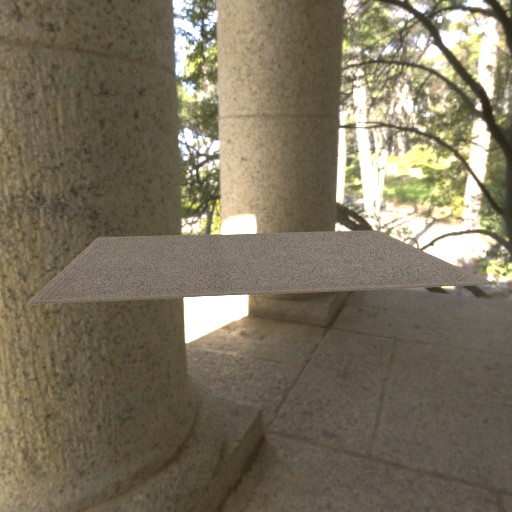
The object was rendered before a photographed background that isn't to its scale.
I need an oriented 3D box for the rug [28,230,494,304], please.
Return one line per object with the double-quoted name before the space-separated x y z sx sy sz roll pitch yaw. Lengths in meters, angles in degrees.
"rug" 0.000 0.000 2.877 2.286 0.011 1.524 -2 14 -7
